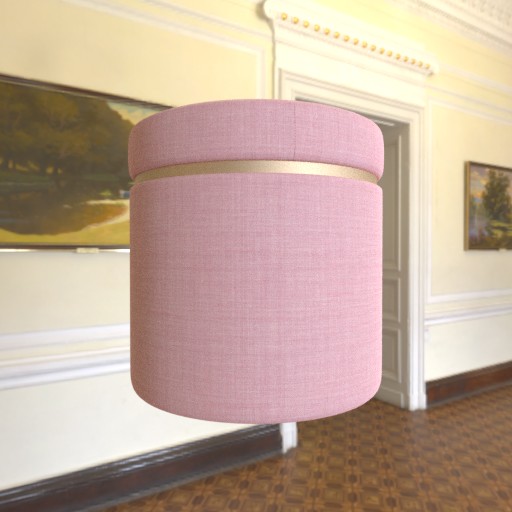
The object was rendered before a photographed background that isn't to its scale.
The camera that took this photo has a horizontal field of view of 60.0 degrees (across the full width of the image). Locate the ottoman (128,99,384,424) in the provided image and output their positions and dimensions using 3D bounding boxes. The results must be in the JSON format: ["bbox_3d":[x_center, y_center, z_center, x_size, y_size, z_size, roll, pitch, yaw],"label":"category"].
[{"bbox_3d":[0.000,0.000,0.723,0.400,0.406,0.400,0,1,0],"label":"ottoman"}]
